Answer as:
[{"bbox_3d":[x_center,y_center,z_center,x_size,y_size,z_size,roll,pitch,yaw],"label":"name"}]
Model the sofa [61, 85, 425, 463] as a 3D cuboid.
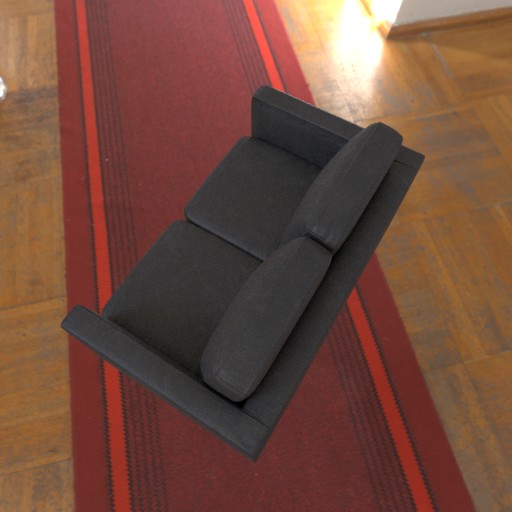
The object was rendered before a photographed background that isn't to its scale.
[{"bbox_3d":[0.000,0.000,1.988,0.879,0.899,1.430,29,67,13],"label":"sofa"}]
